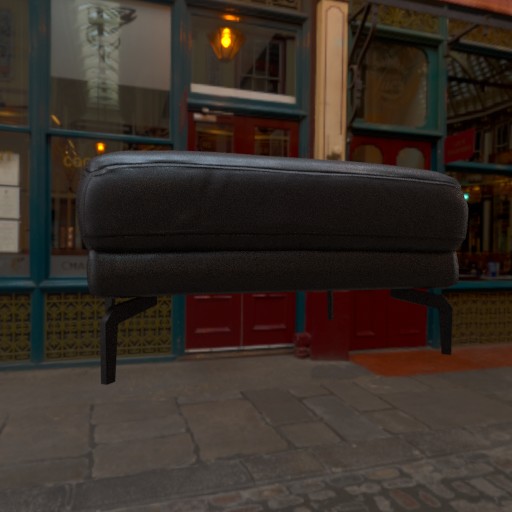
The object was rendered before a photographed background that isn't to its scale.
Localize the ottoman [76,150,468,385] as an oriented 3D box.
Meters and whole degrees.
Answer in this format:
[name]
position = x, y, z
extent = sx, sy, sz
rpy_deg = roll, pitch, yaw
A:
[ottoman]
position = 0.000, 0.000, 1.044
extent = 0.764, 0.402, 0.570
rpy_deg = 0, 0, -18
